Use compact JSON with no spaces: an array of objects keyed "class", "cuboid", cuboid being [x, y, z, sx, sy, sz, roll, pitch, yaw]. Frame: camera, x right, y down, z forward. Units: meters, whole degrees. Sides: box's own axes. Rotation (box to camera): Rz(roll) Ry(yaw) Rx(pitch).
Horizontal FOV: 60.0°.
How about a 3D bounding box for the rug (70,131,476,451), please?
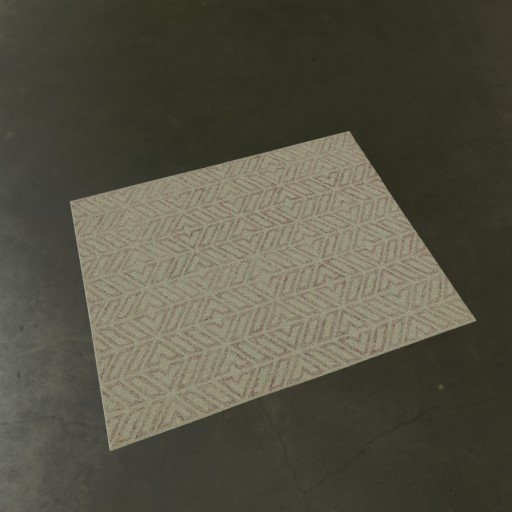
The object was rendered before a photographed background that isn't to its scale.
[{"class":"rug","cuboid":[0.000,0.000,4.036,3.045,0.008,2.421,-16,59,-10]}]
